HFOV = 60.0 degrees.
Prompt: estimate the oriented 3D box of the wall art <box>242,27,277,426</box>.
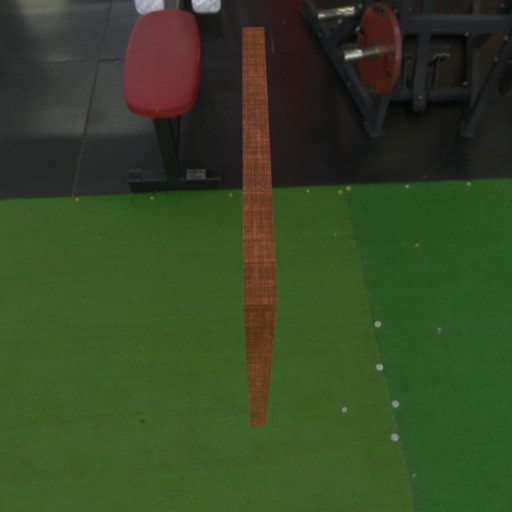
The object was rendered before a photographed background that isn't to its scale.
[{"bbox_3d":[0.000,0.000,0.791,0.033,0.567,0.467,-1,58,-1],"label":"wall art"}]
